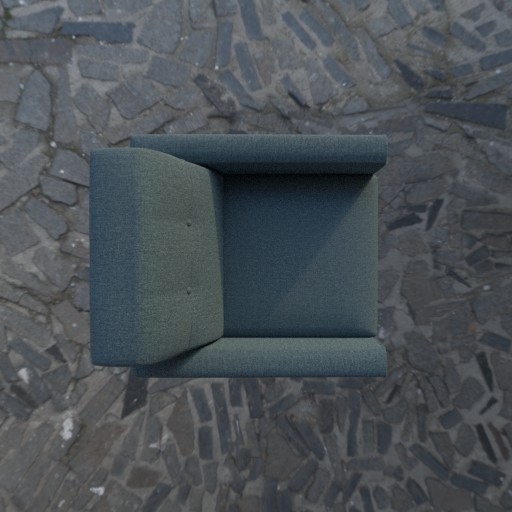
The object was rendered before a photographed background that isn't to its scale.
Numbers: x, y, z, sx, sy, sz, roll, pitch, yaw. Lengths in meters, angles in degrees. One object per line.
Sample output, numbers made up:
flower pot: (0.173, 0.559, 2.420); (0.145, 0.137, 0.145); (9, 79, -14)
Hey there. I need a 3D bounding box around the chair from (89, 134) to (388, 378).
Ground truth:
chair: (0.000, 0.000, 1.708); (0.964, 0.940, 0.880); (0, 91, 0)
